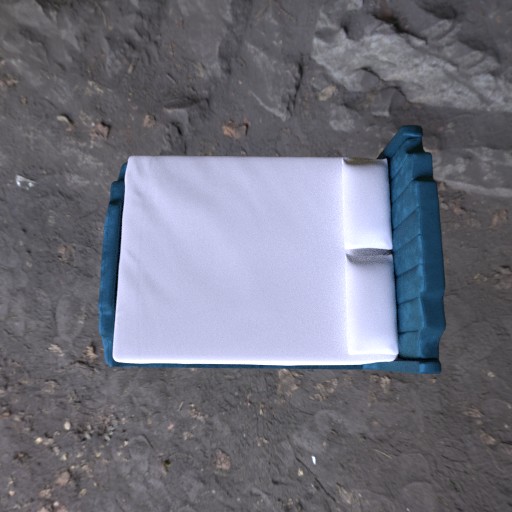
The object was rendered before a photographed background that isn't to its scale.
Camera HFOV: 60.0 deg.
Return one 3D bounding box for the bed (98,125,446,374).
[{"bbox_3d":[0.000,0.000,3.365,2.322,1.338,1.678,1,77,0],"label":"bed"}]
